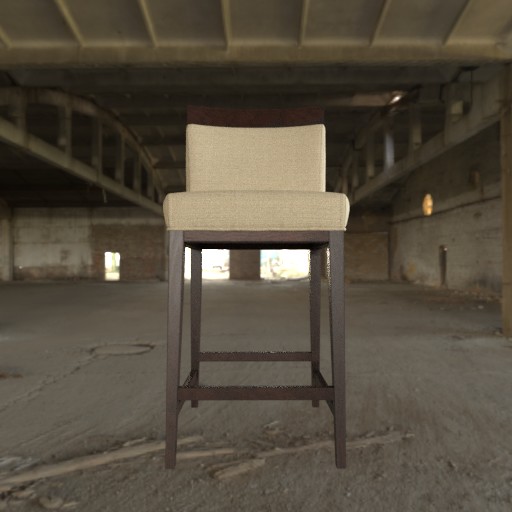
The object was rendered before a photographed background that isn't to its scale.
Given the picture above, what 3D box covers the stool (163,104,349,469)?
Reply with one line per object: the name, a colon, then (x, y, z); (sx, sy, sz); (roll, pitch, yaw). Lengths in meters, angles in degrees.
stool: (0.000, 0.000, 1.422); (0.511, 1.117, 0.531); (0, 0, 0)
